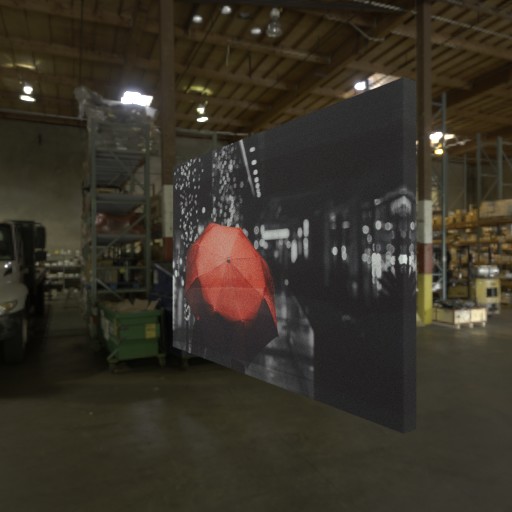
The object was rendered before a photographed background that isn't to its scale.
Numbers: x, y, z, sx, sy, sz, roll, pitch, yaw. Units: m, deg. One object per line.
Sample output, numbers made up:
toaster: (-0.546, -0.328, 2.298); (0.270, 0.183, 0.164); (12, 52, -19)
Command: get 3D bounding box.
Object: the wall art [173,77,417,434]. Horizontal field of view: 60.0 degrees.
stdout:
wall art: (0.000, 0.000, 1.136); (0.038, 0.609, 0.914); (0, 0, -36)
